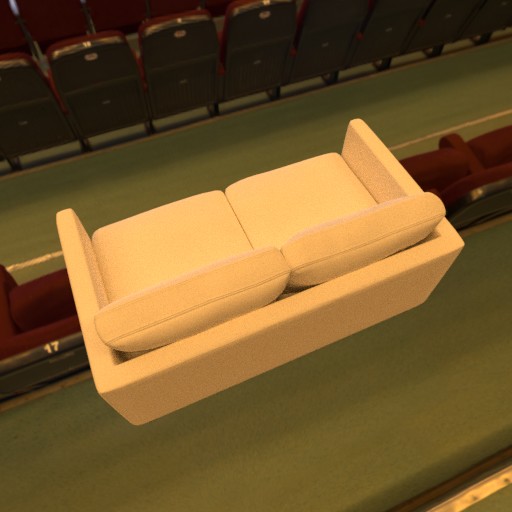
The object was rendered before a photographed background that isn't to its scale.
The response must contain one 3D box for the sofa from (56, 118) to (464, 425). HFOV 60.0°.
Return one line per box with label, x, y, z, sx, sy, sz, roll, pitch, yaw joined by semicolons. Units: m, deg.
sofa;0.000;0.000;2.250;1.702;0.888;0.964;-20;60;-12
